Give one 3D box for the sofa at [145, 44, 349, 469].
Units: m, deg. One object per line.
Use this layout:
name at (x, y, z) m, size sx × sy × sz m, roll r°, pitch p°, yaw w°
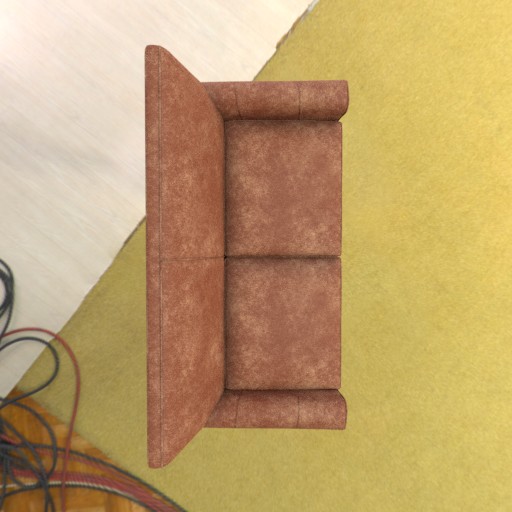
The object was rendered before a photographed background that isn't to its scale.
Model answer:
sofa at (0.000, 0.000, 1.975) m, size 0.787 × 0.871 × 1.473 m, roll 0°, pitch 92°, yaw -1°
